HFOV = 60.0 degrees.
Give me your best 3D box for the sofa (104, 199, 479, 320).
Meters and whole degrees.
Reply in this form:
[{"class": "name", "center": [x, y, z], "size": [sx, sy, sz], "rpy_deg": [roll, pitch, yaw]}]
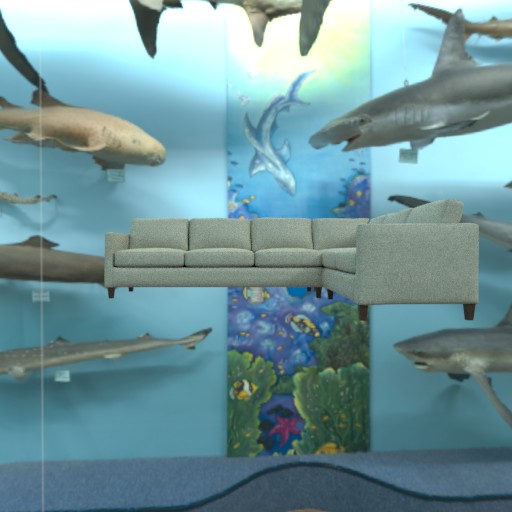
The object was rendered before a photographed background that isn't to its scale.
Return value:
[{"class": "sofa", "center": [0.000, 0.000, 4.499], "size": [3.333, 0.934, 2.522], "rpy_deg": [0, 1, -1]}]
